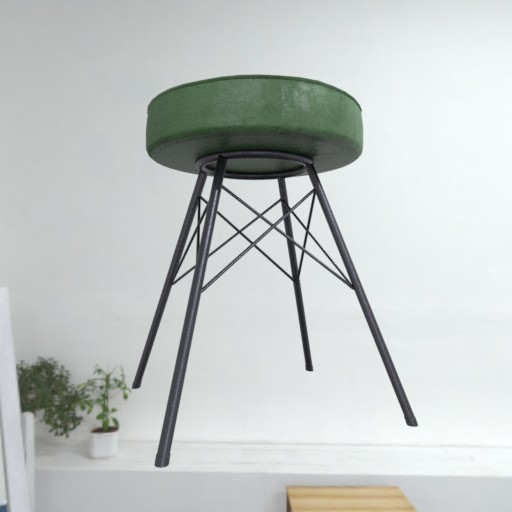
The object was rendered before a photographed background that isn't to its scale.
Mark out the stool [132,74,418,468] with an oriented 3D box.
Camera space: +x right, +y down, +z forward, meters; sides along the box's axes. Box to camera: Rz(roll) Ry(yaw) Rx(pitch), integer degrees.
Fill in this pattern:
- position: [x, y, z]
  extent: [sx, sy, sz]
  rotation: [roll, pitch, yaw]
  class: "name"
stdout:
- position: [0.000, 0.000, 0.899]
  extent: [0.457, 0.595, 0.430]
  rotation: [0, 0, -20]
  class: "stool"
